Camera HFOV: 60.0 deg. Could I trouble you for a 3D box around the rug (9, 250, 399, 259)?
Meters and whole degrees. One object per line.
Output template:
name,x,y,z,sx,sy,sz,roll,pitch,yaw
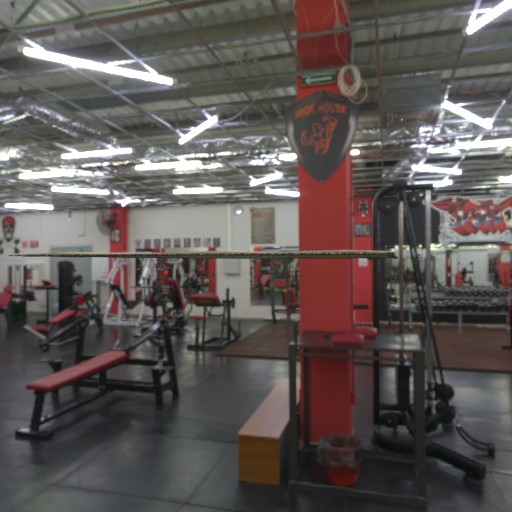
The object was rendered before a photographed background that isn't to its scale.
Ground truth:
rug,0.000,0.000,3.962,2.426,0.034,3.061,0,-1,18
